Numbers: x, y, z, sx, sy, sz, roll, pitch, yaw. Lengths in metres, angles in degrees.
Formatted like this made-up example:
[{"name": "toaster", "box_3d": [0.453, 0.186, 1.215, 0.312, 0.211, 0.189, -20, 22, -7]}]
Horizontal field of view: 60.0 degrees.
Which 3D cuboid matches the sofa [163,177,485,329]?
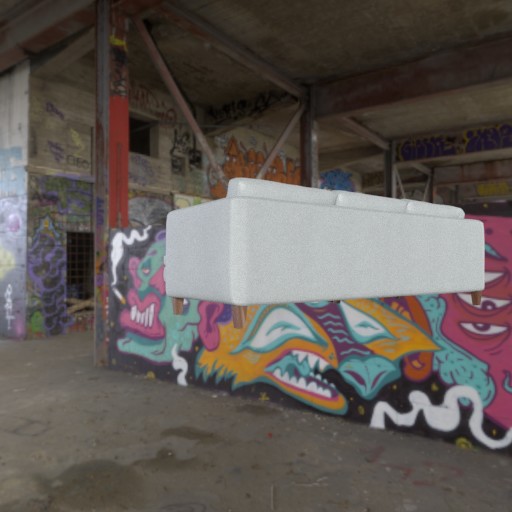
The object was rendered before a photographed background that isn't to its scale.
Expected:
[{"name": "sofa", "box_3d": [0.000, 0.000, 4.354, 2.551, 0.853, 3.238, 1, -1, -35]}]
